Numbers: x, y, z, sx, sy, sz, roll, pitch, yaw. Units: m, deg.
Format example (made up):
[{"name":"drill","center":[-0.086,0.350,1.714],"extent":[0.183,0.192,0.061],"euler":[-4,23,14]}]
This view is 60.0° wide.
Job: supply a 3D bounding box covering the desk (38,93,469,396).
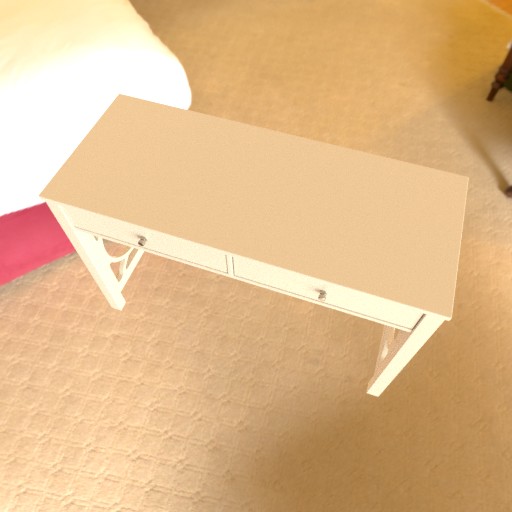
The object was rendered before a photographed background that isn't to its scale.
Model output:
[{"name":"desk","center":[0.000,0.000,1.642],"extent":[1.191,0.762,0.504],"euler":[16,59,10]}]
